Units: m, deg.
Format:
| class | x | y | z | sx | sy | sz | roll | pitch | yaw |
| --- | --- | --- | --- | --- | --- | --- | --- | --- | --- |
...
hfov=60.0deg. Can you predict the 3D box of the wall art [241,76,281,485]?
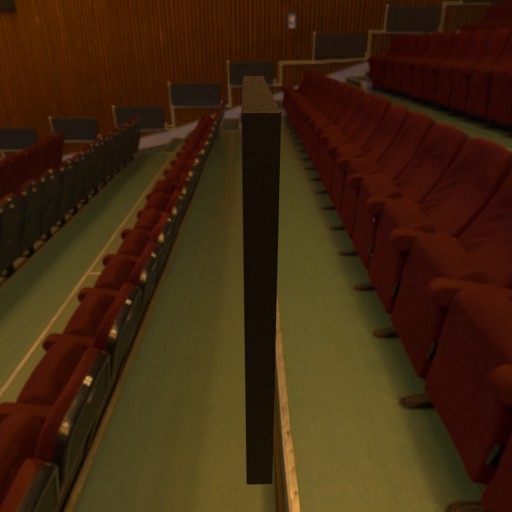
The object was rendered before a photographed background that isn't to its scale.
| class | x | y | z | sx | sy | sz | roll | pitch | yaw |
| --- | --- | --- | --- | --- | --- | --- | --- | --- | --- |
| wall art | 0.000 | 0.000 | 0.535 | 0.028 | 0.381 | 0.328 | -1 | 26 | -1 |
